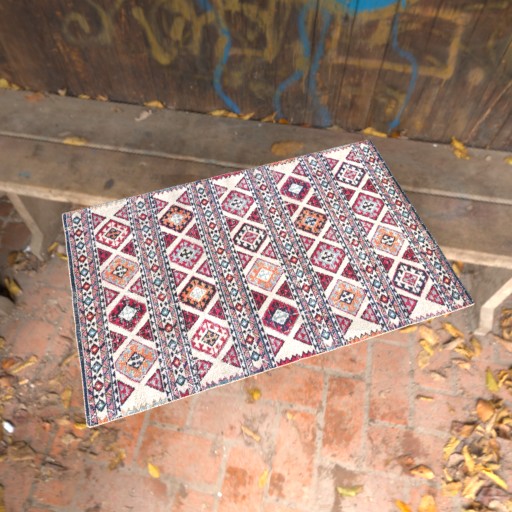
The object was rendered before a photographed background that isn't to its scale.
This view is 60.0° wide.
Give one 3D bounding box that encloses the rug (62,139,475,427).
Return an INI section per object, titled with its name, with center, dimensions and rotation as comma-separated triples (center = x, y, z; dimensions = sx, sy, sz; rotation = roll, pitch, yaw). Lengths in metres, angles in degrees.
[rug]
center = 0.000, 0.000, 2.999
dimensions = 2.440, 0.010, 1.545
rotation = -15, 60, -9
